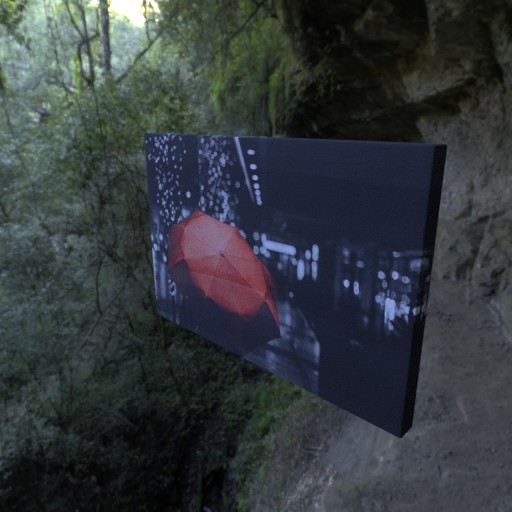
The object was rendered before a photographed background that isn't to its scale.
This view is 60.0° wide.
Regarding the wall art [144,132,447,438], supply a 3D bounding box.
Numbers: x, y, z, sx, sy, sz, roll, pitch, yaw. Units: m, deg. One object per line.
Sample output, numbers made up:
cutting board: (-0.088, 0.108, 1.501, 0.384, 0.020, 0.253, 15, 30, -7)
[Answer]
wall art: (0.000, 0.000, 0.784, 0.609, 0.406, 0.037, 16, 24, 42)
